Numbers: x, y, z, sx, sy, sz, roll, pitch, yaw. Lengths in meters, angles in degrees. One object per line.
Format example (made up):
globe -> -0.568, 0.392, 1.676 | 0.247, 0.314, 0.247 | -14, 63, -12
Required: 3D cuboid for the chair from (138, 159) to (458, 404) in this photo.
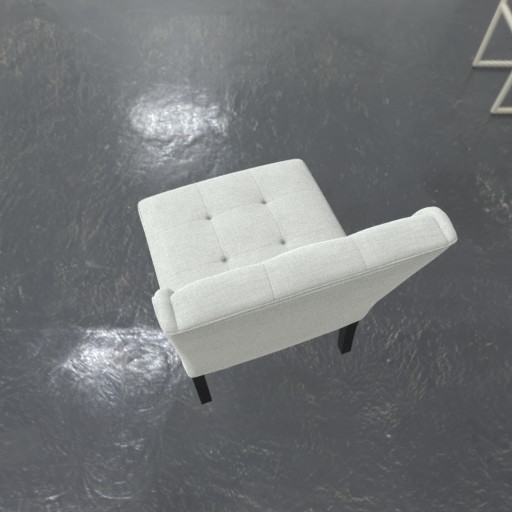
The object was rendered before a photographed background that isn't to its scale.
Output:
chair -> 0.000, 0.000, 1.265 | 0.569, 0.853, 0.676 | -17, 59, -10
